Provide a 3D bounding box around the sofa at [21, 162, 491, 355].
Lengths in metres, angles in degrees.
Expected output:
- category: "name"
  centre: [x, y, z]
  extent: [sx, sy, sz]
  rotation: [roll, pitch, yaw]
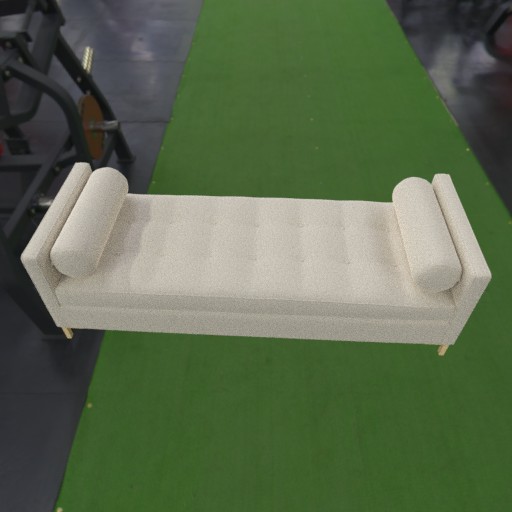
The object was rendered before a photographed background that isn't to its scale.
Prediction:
- category: "sofa"
  centre: [0.000, 0.000, 2.303]
  extent: [1.985, 0.641, 0.746]
  rotation: [2, 46, 2]
